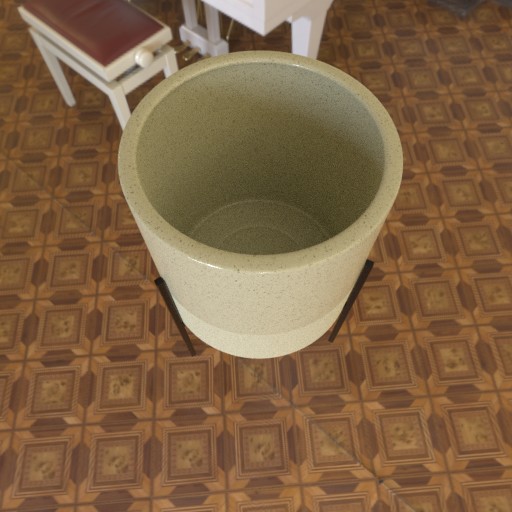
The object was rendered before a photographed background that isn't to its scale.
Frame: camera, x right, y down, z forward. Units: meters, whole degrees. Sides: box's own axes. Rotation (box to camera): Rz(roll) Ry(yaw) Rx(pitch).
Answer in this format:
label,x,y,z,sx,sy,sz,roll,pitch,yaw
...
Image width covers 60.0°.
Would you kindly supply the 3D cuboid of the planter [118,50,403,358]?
label,x,y,z,sx,sy,sz,roll,pitch,yaw
planter,0.000,0.000,0.537,0.243,0.390,0.234,-33,67,-16
